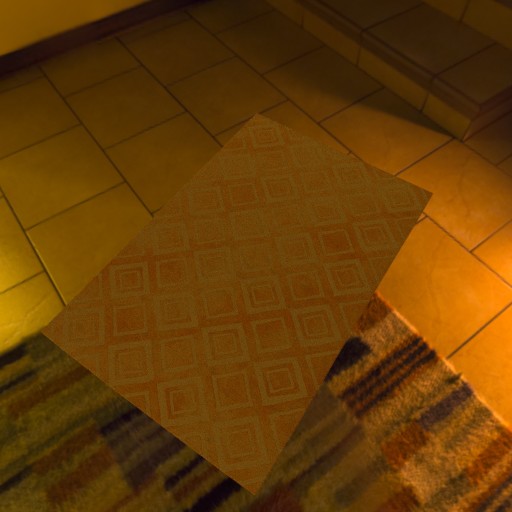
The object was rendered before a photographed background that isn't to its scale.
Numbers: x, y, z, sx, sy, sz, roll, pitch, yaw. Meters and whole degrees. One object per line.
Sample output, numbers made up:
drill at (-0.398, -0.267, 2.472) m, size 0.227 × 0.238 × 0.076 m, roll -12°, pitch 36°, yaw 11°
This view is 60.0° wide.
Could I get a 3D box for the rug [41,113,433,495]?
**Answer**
rug at (0.000, 0.000, 2.294) m, size 1.213 × 0.010 × 1.829 m, roll 29°, pitch 62°, yaw 17°
